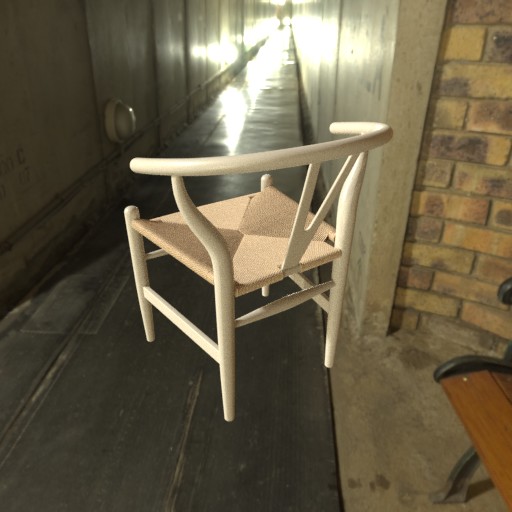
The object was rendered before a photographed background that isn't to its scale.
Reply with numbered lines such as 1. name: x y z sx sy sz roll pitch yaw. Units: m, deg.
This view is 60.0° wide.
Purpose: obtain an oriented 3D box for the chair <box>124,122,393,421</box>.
1. chair: 0.000 0.000 1.150 0.569 0.730 0.579 -19 35 -29
